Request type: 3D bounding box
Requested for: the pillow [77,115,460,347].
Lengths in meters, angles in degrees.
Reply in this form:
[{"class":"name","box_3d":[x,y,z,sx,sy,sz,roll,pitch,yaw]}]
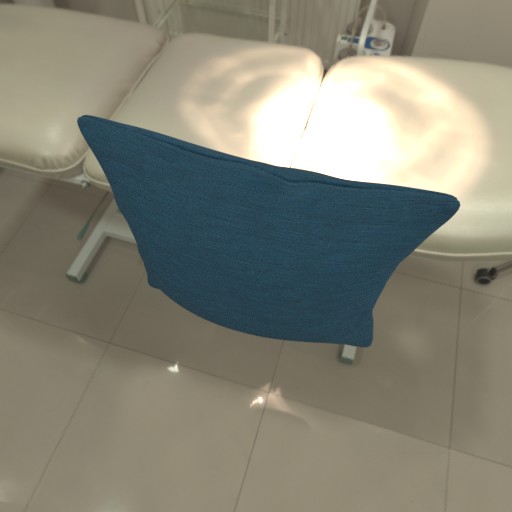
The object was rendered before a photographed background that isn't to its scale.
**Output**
[{"class":"pillow","box_3d":[0.000,0.000,0.657,0.437,0.420,0.177,15,59,9]}]
